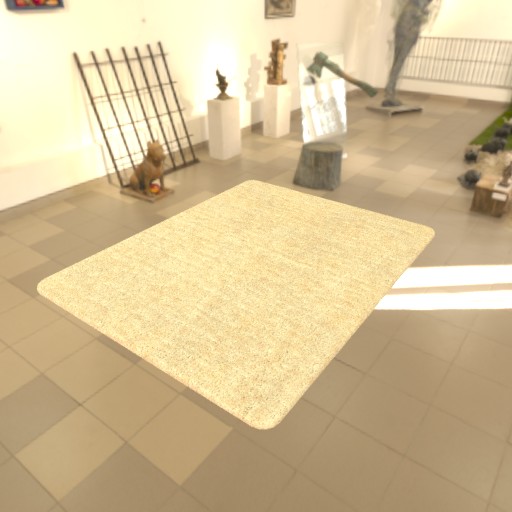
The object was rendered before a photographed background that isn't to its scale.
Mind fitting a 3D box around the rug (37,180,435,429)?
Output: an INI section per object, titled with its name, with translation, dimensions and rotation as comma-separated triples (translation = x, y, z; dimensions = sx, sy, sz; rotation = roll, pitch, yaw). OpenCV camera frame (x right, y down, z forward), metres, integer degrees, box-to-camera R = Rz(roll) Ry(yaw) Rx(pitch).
[rug]
translation = 0.000, 0.000, 3.434
dimensions = 2.009, 0.048, 2.528
rotation = 21, 37, 31
